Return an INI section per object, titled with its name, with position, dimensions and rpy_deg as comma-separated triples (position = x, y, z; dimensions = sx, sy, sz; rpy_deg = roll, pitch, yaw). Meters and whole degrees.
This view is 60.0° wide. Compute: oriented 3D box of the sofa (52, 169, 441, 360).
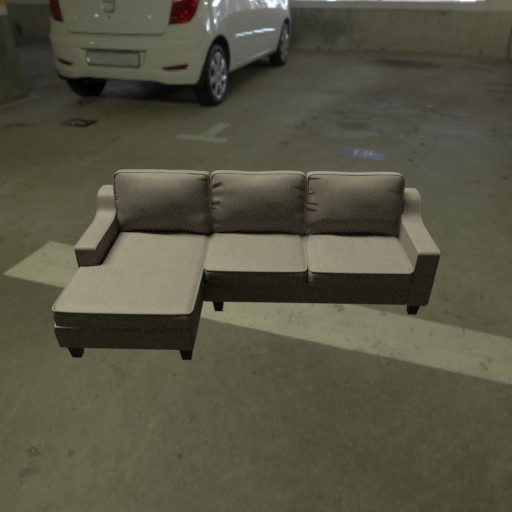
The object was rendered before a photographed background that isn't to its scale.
[sofa]
position = 0.000, 0.000, 3.240
dimensions = 2.561, 0.928, 1.294
rpy_deg = 1, 32, 1
